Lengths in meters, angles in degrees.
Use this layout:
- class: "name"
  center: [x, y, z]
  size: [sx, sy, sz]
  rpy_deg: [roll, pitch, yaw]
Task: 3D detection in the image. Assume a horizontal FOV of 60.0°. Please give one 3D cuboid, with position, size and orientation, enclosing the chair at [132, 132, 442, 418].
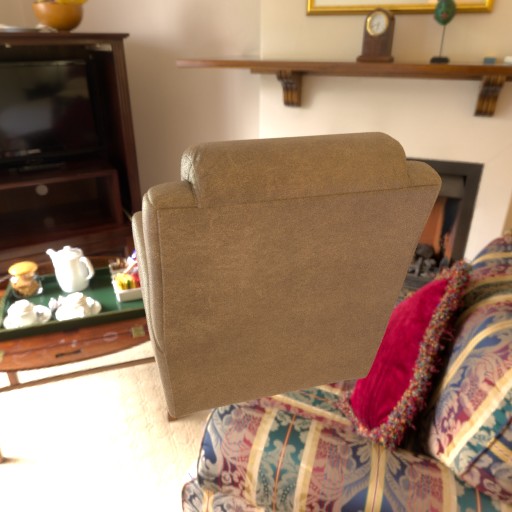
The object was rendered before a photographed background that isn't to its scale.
- class: "chair"
  center: [0.000, 0.000, 1.851]
  size: [0.965, 1.116, 1.068]
  rpy_deg: [-7, 26, -15]
